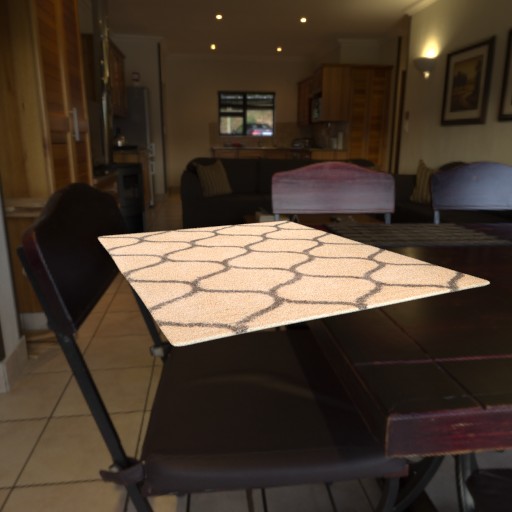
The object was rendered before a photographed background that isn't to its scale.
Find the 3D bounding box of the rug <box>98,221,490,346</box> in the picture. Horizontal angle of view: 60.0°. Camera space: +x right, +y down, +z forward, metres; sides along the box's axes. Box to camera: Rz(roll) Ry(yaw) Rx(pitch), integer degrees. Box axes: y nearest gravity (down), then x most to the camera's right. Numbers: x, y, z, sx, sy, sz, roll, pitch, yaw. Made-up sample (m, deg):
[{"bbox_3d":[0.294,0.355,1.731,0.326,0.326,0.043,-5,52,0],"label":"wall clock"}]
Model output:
[{"bbox_3d":[0.000,0.000,4.053,2.399,0.026,3.000,-7,16,-25],"label":"rug"}]
